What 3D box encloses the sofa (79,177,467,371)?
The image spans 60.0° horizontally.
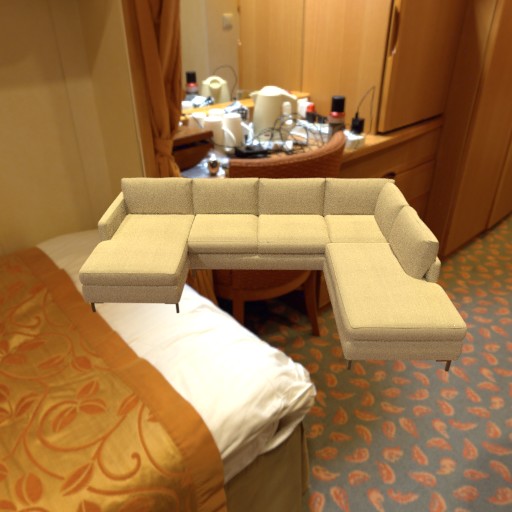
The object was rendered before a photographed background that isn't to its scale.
[{"bbox_3d":[0.000,0.000,3.628,2.737,0.756,1.879,0,30,1],"label":"sofa"}]
